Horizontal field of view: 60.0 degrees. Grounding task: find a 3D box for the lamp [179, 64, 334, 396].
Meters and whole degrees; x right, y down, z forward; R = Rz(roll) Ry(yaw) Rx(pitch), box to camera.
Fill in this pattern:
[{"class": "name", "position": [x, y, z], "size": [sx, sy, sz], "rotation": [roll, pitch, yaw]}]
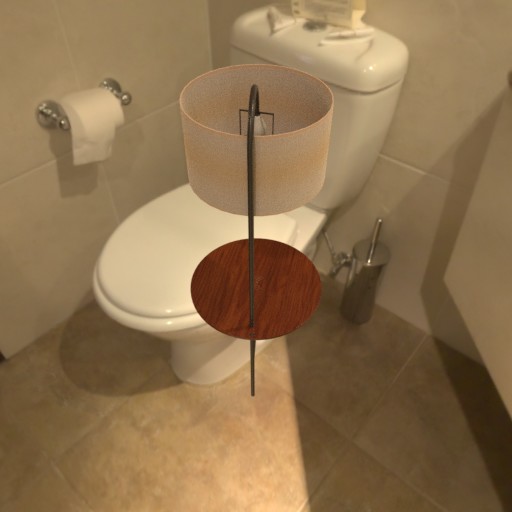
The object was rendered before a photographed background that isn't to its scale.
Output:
[{"class": "lamp", "position": [0.000, 0.000, 1.821], "size": [0.573, 1.517, 0.573], "rotation": [0, 46, 0]}]
